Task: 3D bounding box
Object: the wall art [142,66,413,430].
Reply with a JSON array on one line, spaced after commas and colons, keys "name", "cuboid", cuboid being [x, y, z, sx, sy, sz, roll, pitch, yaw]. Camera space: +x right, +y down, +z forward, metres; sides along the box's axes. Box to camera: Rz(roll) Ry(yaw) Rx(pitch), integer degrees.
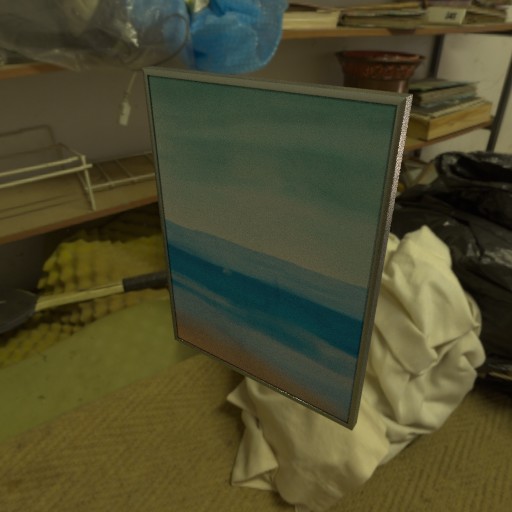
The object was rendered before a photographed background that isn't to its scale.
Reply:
[{"name": "wall art", "cuboid": [0.000, 0.000, 1.416, 0.803, 1.062, 0.041, 19, 35, 29]}]
